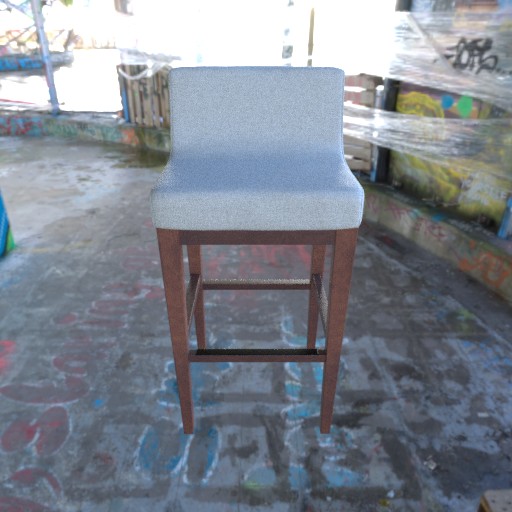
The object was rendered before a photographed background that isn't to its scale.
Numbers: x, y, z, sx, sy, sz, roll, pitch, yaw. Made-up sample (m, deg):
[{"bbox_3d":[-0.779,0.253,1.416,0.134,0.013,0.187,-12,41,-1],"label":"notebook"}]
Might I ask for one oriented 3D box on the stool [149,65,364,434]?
[{"bbox_3d":[0.000,0.000,1.351,0.511,1.037,0.500,0,28,0],"label":"stool"}]
